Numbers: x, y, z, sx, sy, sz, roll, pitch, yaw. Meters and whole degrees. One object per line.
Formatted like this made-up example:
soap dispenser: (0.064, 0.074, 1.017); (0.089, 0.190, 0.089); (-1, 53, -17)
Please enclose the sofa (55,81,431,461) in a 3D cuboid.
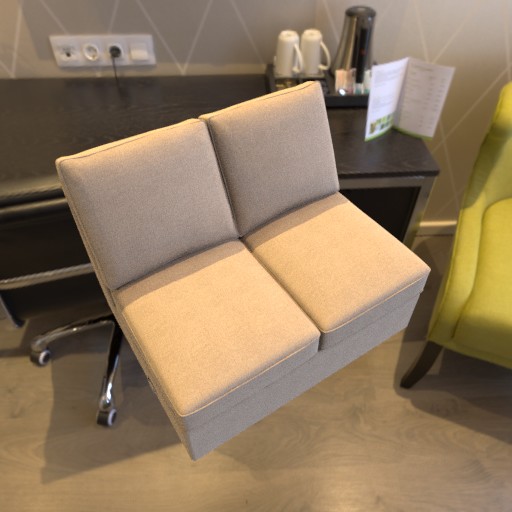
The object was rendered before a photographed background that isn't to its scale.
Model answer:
sofa: (0.000, 0.000, 1.945); (1.232, 1.006, 0.978); (-25, 51, -22)
